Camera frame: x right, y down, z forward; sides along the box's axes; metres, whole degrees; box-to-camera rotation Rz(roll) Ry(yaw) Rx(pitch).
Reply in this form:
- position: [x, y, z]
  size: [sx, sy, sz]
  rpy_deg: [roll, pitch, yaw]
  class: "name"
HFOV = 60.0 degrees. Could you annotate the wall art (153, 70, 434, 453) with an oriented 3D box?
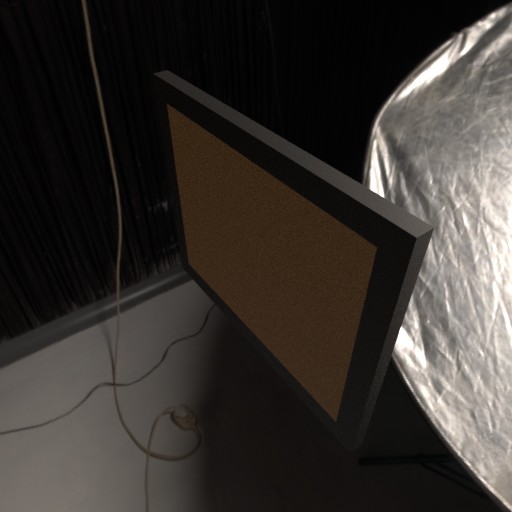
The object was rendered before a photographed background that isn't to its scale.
- position: [0.000, 0.000, 0.756]
  size: [0.028, 0.460, 0.561]
  rpy_deg: [-26, 48, -26]
  class: "wall art"
